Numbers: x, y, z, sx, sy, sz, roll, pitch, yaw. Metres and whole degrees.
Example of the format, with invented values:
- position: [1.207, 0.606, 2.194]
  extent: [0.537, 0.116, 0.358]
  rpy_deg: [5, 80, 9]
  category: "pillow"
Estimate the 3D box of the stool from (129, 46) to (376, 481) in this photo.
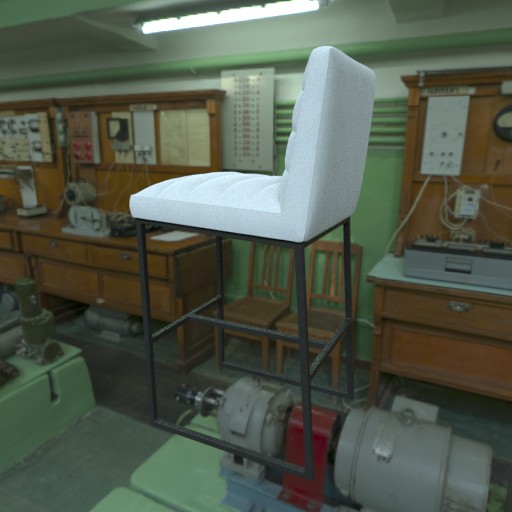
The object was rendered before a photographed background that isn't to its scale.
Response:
- position: [0.000, 0.000, 1.337]
  extent: [0.573, 1.061, 0.464]
  rpy_deg: [7, 16, 25]
  category: "stool"
